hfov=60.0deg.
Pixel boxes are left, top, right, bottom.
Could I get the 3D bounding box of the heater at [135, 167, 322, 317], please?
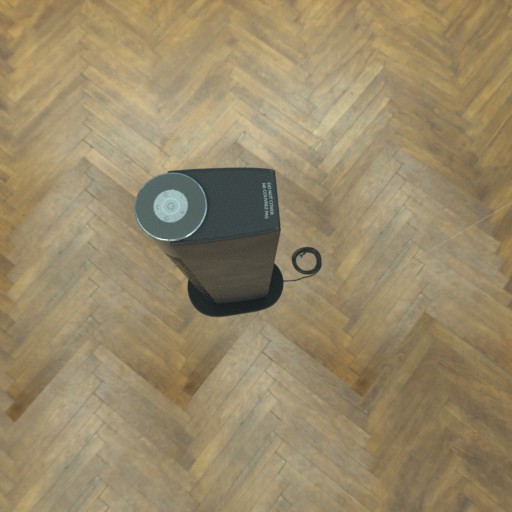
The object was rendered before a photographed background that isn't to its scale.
[{"bbox_3d":[0.000,0.000,1.088,0.458,0.856,0.214,-5,78,-1],"label":"heater"}]
